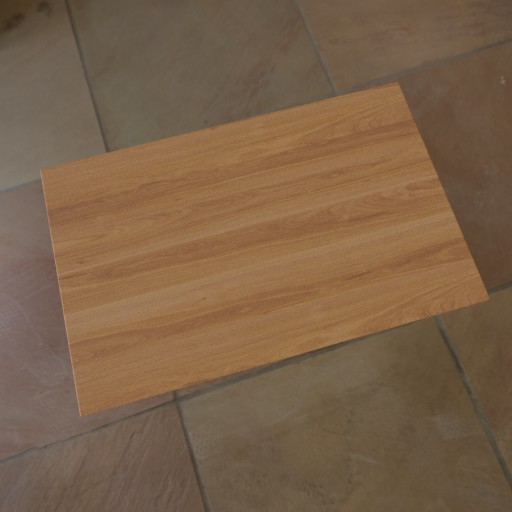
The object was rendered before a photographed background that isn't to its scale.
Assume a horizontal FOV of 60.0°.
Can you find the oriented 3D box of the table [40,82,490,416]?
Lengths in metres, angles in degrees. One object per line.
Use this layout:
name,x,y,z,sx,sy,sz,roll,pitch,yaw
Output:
table,0.000,0.000,1.475,1.100,0.510,0.700,-15,75,-4
